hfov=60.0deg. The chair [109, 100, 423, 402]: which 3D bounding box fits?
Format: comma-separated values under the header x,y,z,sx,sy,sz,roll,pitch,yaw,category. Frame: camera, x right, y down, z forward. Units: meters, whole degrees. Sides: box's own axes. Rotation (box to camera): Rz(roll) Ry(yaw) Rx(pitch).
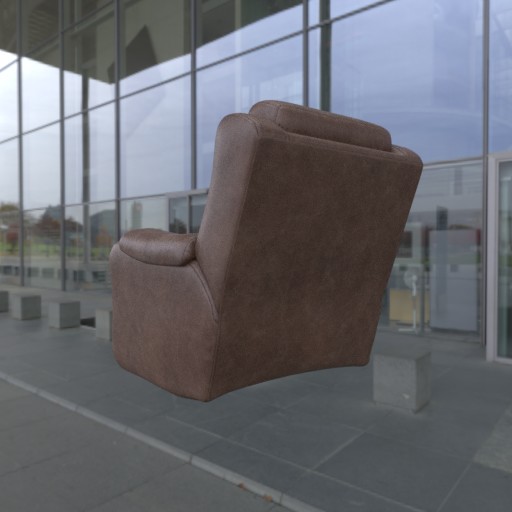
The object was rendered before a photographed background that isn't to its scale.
x,y,z,sx,sy,sz,roll,pitch,yaw,category
0.000,0.000,1.831,0.940,0.990,1.067,-1,1,-36,chair
